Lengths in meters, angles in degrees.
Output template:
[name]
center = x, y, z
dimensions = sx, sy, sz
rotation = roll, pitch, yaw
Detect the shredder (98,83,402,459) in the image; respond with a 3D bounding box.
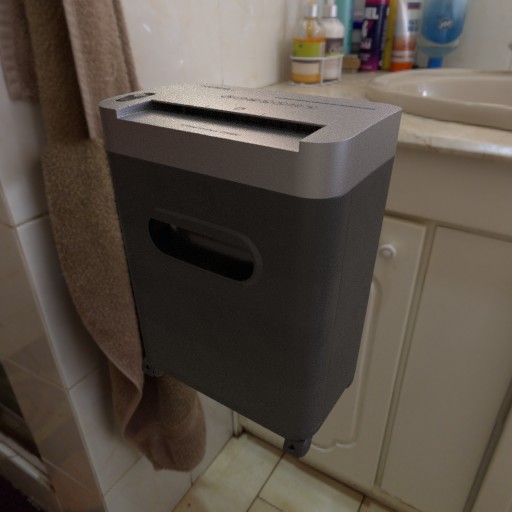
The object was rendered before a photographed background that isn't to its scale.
[shredder]
center = 0.000, 0.000, 0.613
dimensions = 0.311, 0.419, 0.237
rotation = 18, 35, 29
